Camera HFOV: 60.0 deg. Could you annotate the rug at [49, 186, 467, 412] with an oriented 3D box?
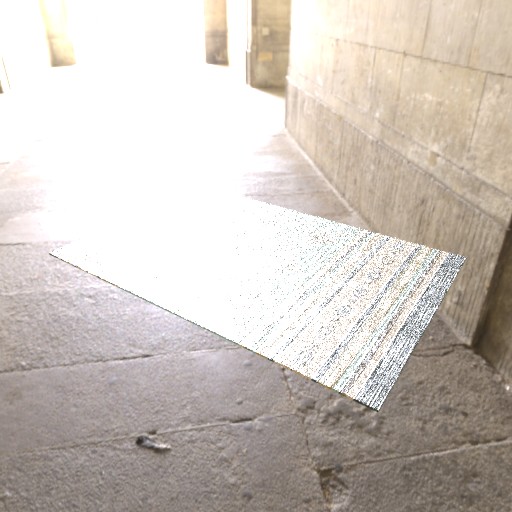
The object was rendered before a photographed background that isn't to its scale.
[{"bbox_3d":[0.000,0.000,2.312,1.811,0.010,1.212,19,35,30],"label":"rug"}]
